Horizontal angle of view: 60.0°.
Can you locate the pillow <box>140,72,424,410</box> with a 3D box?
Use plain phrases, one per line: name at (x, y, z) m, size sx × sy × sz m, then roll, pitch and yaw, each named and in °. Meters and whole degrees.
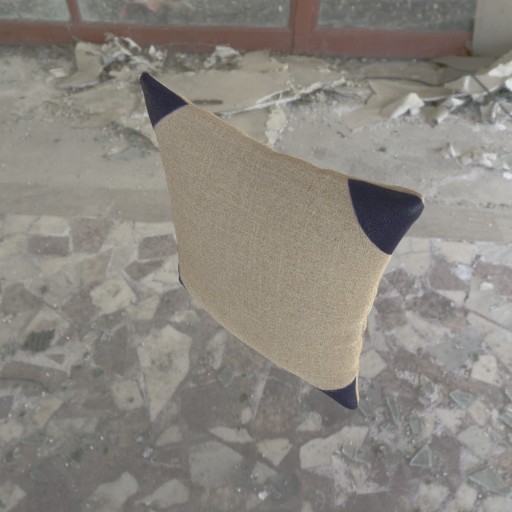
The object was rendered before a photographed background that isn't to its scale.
pillow at (0.000, 0.000, 0.679) m, size 0.440 × 0.441 × 0.147 m, roll 32°, pitch 54°, yaw 27°
